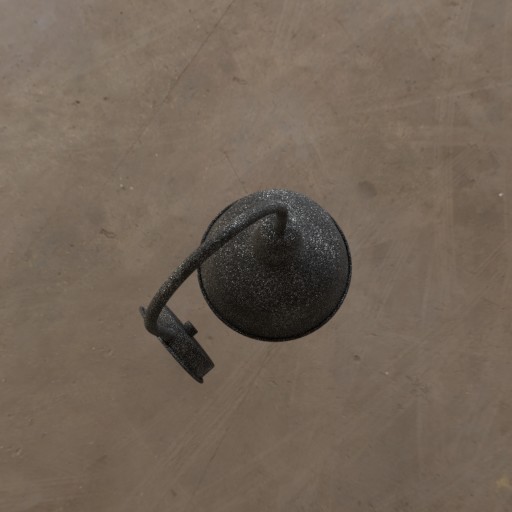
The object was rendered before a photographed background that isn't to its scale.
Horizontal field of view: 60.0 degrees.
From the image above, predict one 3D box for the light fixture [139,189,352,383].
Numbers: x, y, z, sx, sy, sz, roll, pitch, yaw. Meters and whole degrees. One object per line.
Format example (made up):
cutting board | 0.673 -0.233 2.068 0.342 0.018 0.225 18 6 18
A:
light fixture | 0.000 0.000 0.493 0.283 0.300 0.216 -40 79 -10
